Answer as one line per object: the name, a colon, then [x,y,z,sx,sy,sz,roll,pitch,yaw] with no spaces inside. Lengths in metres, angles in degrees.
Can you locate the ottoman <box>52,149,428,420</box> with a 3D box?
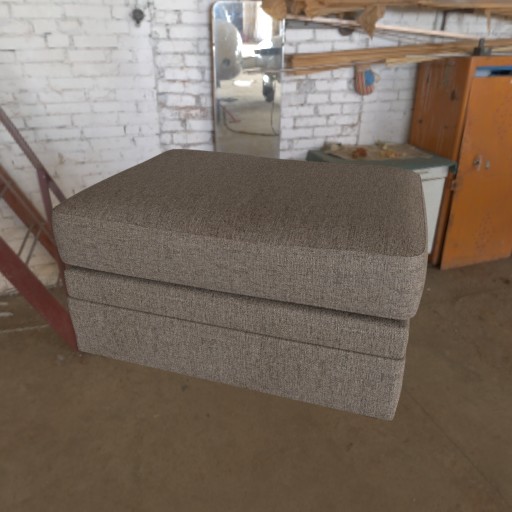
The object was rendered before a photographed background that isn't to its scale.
ottoman: [0.000,0.000,1.275,0.885,0.478,0.637,8,28,16]
